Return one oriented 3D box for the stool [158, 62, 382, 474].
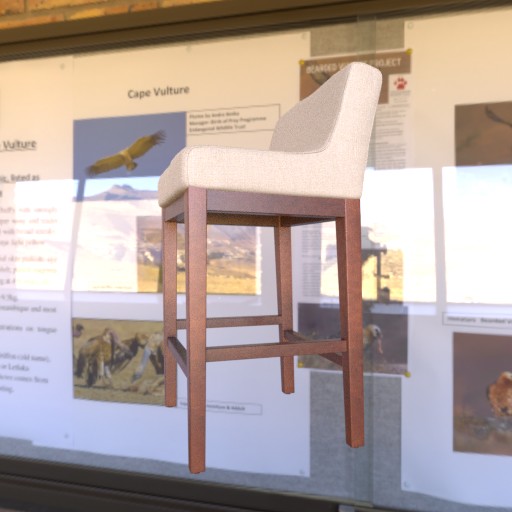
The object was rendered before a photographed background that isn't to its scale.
[{"bbox_3d":[0.000,0.000,1.235,0.500,0.937,0.511,0,1,-19],"label":"stool"}]
